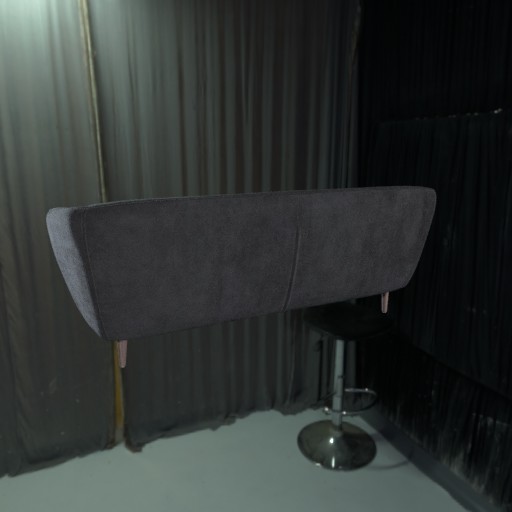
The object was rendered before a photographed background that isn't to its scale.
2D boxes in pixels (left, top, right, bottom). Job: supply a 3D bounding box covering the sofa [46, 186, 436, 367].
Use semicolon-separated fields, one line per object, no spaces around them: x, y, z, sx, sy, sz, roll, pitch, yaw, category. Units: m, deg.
0.000;0.000;2.751;2.296;0.875;0.956;-7;15;-26;sofa
